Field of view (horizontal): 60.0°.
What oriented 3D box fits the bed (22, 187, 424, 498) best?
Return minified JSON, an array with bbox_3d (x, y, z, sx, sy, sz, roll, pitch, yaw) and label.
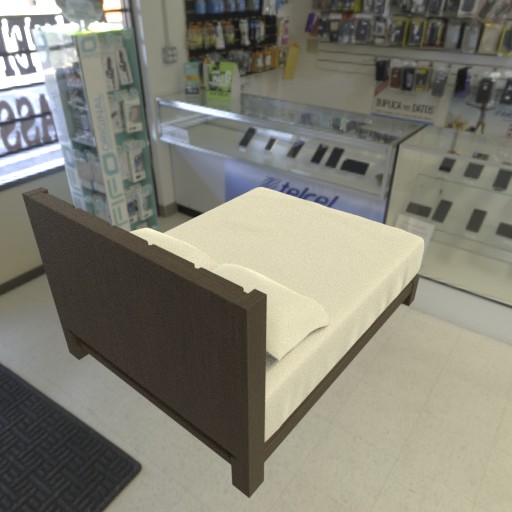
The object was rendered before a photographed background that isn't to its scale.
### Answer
[{"bbox_3d":[0.000,0.000,3.215,1.727,1.270,2.242,23,38,32],"label":"bed"}]
